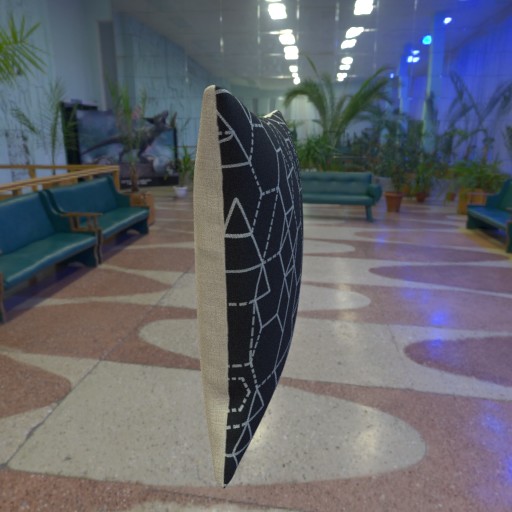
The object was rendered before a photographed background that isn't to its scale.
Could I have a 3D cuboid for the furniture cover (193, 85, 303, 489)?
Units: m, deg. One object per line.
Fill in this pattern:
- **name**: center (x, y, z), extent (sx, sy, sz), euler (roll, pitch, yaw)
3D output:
- **furniture cover**: center (0.000, 0.000, 0.769), extent (0.158, 0.508, 0.517), euler (3, 16, 10)
